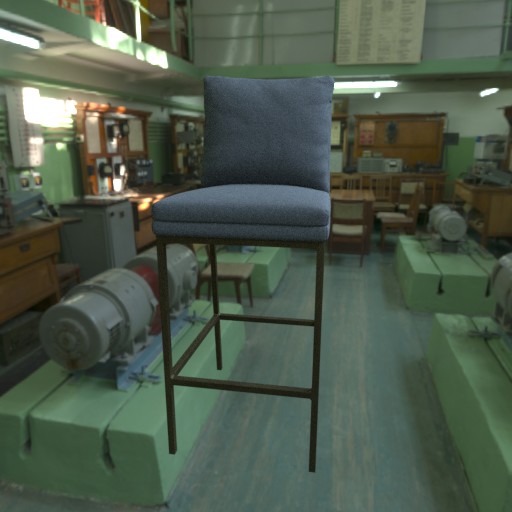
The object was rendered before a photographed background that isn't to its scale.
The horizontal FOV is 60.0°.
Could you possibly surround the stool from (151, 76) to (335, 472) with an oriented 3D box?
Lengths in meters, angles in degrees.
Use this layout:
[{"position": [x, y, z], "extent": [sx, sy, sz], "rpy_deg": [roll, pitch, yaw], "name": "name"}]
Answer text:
[{"position": [0.000, 0.000, 1.422], "extent": [0.463, 1.130, 0.569], "rpy_deg": [3, 15, 10], "name": "stool"}]
